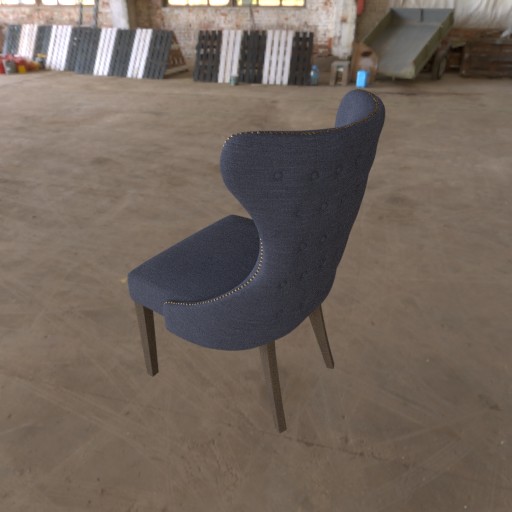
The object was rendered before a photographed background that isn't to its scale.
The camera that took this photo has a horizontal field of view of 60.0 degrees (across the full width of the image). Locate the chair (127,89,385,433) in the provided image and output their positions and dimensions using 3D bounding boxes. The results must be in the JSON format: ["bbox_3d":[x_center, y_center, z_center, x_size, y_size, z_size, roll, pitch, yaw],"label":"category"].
[{"bbox_3d":[0.000,0.000,1.403,0.635,0.967,0.628,20,36,30],"label":"chair"}]
